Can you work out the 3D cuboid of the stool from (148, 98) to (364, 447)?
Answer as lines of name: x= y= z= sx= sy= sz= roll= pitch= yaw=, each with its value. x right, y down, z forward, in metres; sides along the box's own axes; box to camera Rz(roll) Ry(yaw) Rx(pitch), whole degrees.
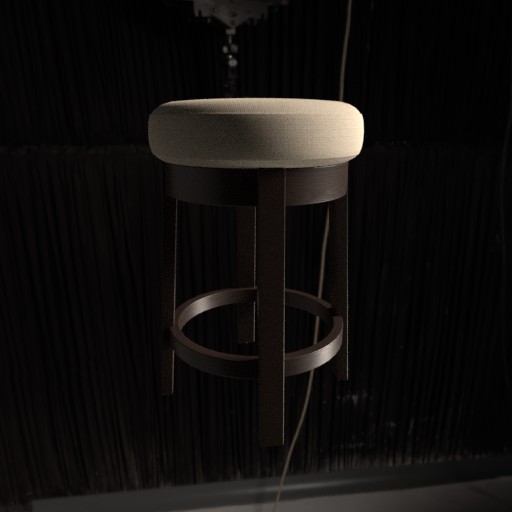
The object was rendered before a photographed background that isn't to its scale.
stool: x=0.000 y=0.000 z=0.986 sx=0.449 sy=0.655 sz=0.449 roll=0 pitch=17 yaw=0
